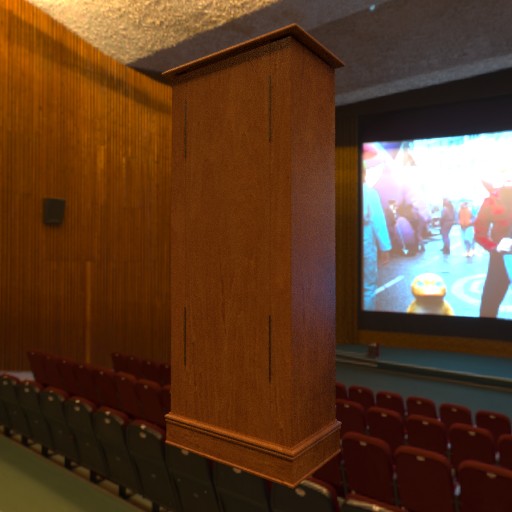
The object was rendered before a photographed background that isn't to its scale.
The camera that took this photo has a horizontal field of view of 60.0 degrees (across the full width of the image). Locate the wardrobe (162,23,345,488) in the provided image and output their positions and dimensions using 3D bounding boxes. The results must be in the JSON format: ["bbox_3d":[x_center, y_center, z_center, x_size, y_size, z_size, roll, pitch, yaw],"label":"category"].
[{"bbox_3d":[0.000,0.000,1.134,0.406,0.959,0.273,-1,-1,37],"label":"wardrobe"}]
